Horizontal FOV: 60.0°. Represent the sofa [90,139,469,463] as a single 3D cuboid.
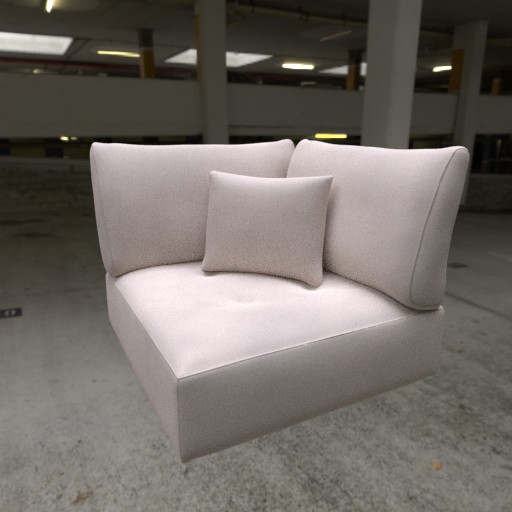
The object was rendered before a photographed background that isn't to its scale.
[{"bbox_3d":[0.000,0.000,1.658,1.000,0.820,1.000,-8,18,-27],"label":"sofa"}]
